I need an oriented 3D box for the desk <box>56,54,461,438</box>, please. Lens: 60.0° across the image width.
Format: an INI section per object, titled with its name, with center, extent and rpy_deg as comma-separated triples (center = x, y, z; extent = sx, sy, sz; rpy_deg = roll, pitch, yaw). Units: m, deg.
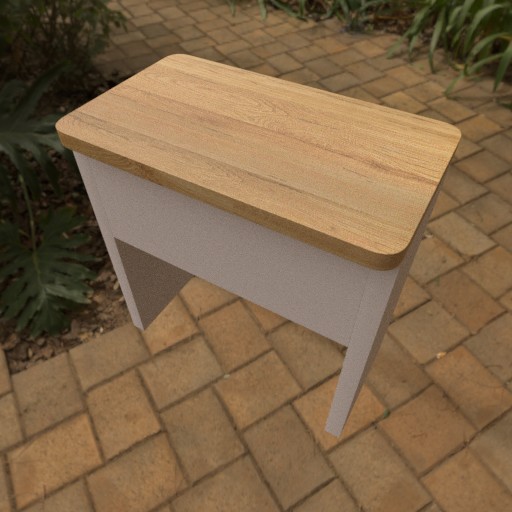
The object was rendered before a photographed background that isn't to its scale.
[desk]
center = 0.000, 0.000, 1.216
extent = 0.760, 0.790, 0.440
rpy_deg = 23, 51, 20
